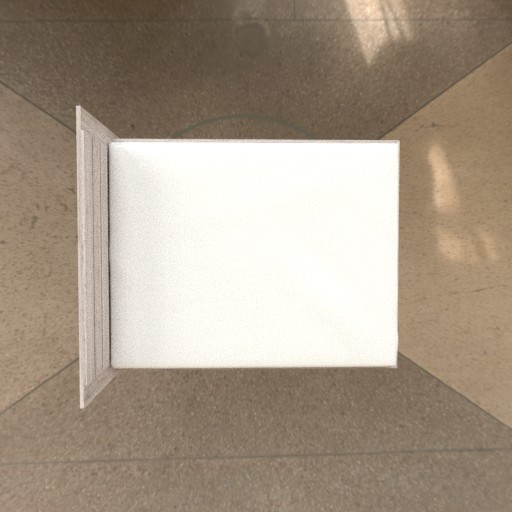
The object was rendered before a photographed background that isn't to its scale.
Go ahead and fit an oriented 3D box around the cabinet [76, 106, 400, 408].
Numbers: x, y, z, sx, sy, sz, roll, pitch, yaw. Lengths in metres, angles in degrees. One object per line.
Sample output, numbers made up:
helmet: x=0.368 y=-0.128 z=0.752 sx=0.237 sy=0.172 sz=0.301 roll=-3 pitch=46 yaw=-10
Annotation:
cabinet: x=0.000 y=0.000 z=3.055 sx=2.080 sy=0.970 sz=1.750 roll=0 pitch=92 yaw=-2
